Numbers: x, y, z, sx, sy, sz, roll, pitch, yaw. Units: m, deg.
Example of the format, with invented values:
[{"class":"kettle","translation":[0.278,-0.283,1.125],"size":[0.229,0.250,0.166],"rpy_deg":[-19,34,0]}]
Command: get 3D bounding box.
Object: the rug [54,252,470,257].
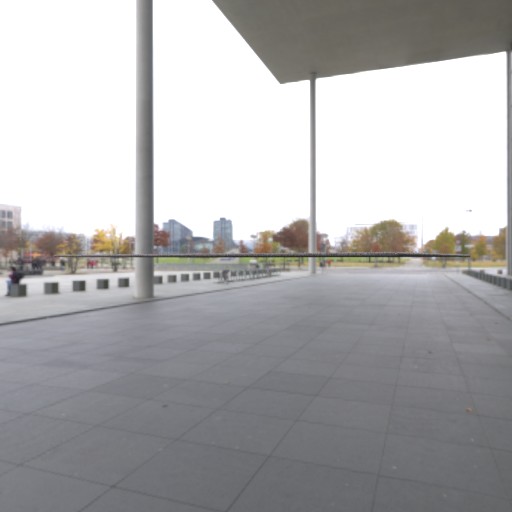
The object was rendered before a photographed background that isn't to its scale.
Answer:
[{"class":"rug","translation":[0.000,0.000,3.048],"size":[2.438,0.015,1.524],"rpy_deg":[0,0,35]}]
